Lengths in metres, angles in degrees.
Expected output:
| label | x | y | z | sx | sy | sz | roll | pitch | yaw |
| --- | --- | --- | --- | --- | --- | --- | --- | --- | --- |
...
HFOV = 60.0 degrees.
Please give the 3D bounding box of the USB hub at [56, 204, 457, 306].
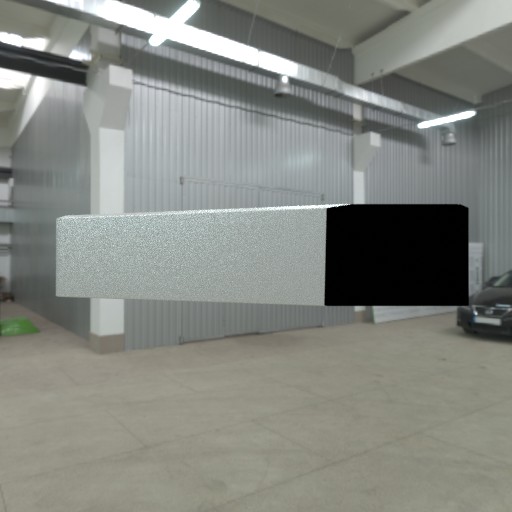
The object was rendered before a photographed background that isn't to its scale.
| label | x | y | z | sx | sy | sz | roll | pitch | yaw |
| --- | --- | --- | --- | --- | --- | --- | --- | --- | --- |
| USB hub | 0.000 | 0.000 | 0.129 | 0.110 | 0.023 | 0.044 | 0 | 0 | 19 |
